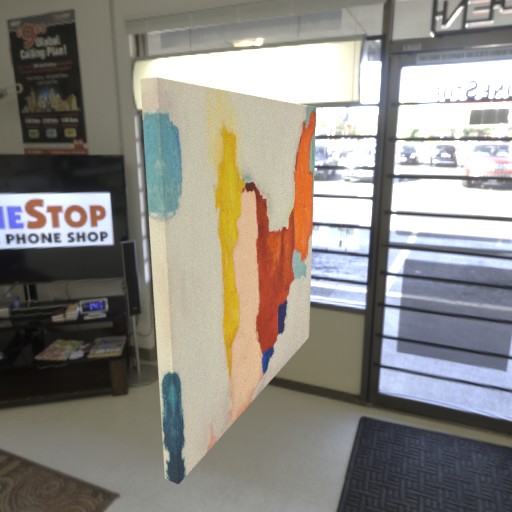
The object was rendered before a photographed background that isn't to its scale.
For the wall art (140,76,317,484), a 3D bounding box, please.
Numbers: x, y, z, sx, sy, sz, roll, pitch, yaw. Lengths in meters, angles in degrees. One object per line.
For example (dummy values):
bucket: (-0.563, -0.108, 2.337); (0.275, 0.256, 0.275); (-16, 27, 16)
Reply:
wall art: (0.000, 0.000, 1.201); (0.037, 0.814, 0.814); (7, 16, 26)
